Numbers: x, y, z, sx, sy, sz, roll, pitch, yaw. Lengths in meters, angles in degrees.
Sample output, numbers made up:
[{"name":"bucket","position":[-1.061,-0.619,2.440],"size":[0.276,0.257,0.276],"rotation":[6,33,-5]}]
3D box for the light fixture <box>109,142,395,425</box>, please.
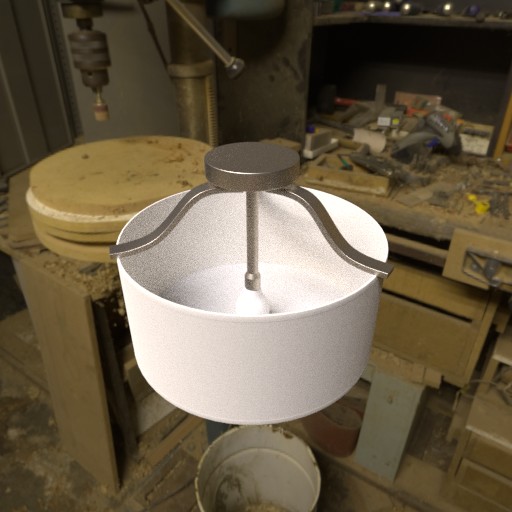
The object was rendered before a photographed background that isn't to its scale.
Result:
[{"name":"light fixture","position":[0.000,0.000,0.658],"size":[0.395,0.304,0.395],"rotation":[0,31,0]}]
